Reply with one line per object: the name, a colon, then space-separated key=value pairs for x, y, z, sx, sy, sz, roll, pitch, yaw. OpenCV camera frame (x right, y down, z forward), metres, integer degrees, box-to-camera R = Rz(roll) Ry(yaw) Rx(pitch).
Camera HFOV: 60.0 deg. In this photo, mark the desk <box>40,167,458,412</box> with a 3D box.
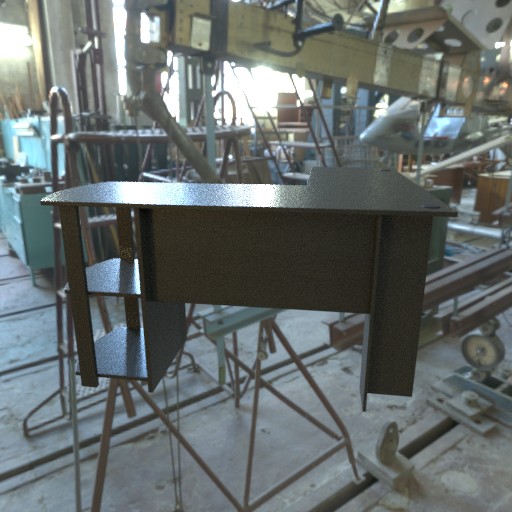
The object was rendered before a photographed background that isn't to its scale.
desk: x=0.000 y=0.000 z=2.082 sx=1.361 sy=0.716 sz=1.303 roll=2 pitch=17 yaw=8
